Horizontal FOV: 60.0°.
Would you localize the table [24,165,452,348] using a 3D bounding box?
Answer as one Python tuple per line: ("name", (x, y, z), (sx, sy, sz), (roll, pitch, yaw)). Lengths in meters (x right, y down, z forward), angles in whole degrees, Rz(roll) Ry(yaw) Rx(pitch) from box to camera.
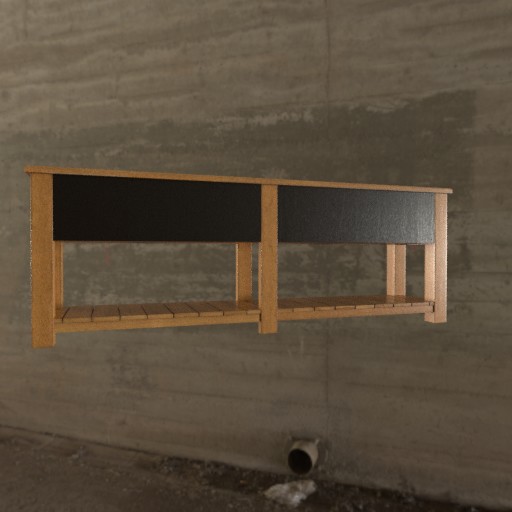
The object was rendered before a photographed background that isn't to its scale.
("table", (0.000, 0.000, 2.011), (1.815, 0.635, 0.425), (0, 1, -19))
